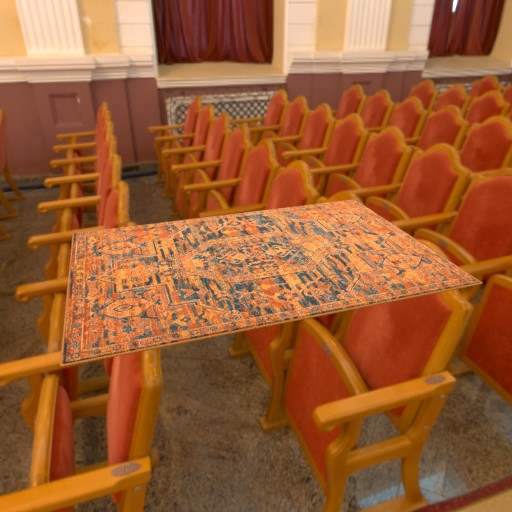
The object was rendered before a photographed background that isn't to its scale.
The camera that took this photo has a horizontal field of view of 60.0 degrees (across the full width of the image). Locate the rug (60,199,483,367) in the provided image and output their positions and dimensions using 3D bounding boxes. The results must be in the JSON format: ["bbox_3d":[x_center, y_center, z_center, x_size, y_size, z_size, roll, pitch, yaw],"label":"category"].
[{"bbox_3d":[0.000,0.000,1.085,0.863,0.008,0.557,-9,28,-16],"label":"rug"}]
